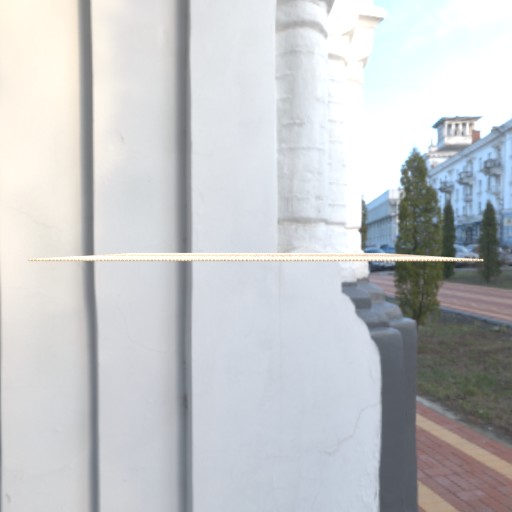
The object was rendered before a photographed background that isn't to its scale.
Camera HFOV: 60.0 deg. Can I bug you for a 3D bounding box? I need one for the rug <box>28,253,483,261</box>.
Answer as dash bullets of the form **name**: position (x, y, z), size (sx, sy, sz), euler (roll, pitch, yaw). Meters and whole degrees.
- **rug**: position (0.000, 0.000, 4.162), size (3.048, 0.013, 2.438), euler (0, 1, 1)
